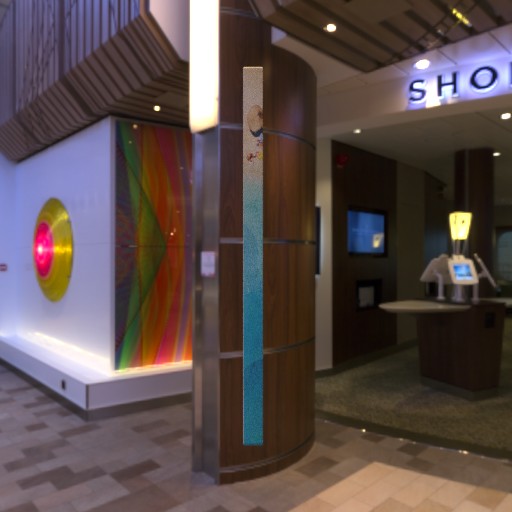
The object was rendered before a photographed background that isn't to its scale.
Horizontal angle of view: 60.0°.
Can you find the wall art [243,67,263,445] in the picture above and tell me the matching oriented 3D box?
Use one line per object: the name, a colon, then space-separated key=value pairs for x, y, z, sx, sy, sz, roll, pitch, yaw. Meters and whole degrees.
wall art: x=0.000 y=0.000 z=1.467 sx=0.040 sy=0.769 sz=1.136 roll=0 pitch=0 yaw=1
